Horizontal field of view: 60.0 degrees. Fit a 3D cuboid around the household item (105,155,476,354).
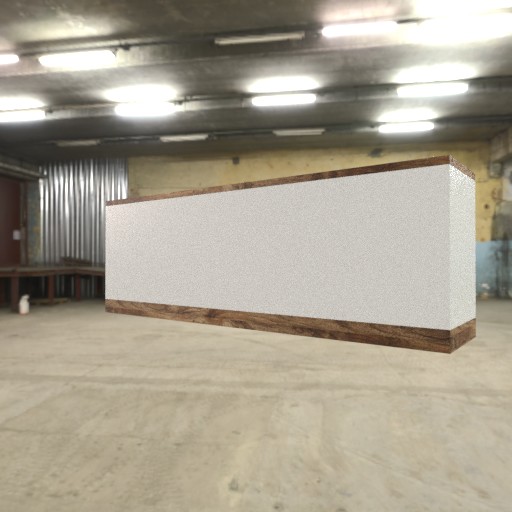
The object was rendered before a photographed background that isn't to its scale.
[{"bbox_3d":[0.000,0.000,2.068,1.800,0.615,0.390,0,-1,37],"label":"household item"}]
